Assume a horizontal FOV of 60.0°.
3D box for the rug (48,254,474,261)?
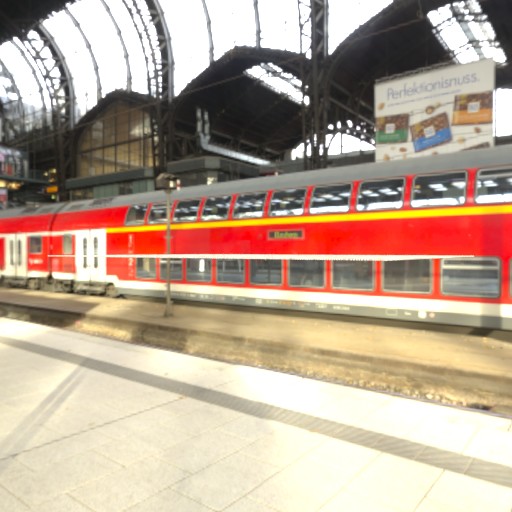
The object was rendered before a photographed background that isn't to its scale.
[{"bbox_3d":[0.000,0.000,2.273,1.818,0.005,1.217,0,1,37],"label":"rug"}]
